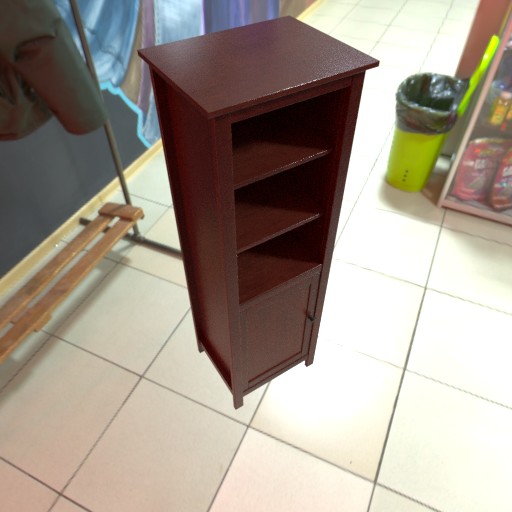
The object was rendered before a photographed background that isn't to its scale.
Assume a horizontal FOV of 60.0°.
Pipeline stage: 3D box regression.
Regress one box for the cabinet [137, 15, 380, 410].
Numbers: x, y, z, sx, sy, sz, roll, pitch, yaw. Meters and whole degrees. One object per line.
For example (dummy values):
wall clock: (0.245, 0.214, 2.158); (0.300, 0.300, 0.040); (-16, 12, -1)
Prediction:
cabinet: (0.000, 0.000, 1.707); (0.500, 1.518, 0.401); (-25, 51, -22)
